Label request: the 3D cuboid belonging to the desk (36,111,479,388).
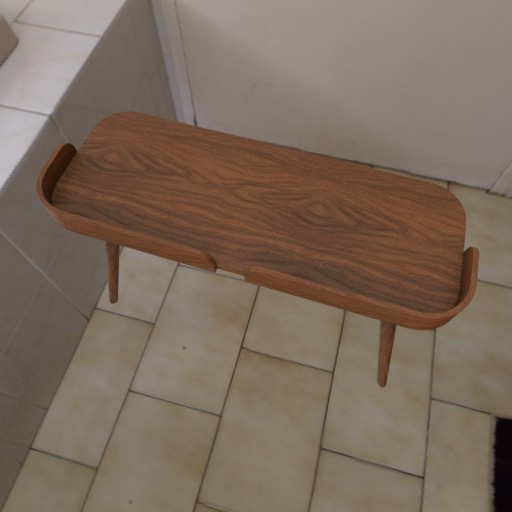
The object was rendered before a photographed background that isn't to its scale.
[{"bbox_3d":[0.000,0.000,1.629,1.256,0.800,0.486,16,63,8],"label":"desk"}]
